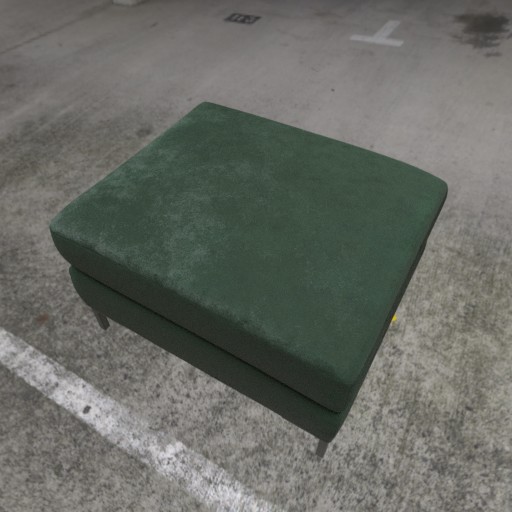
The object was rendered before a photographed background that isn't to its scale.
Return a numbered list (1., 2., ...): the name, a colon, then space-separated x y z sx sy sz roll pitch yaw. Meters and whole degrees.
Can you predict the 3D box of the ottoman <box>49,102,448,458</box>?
1. ottoman: 0.000 0.000 1.305 0.839 0.538 0.701 24 52 20
